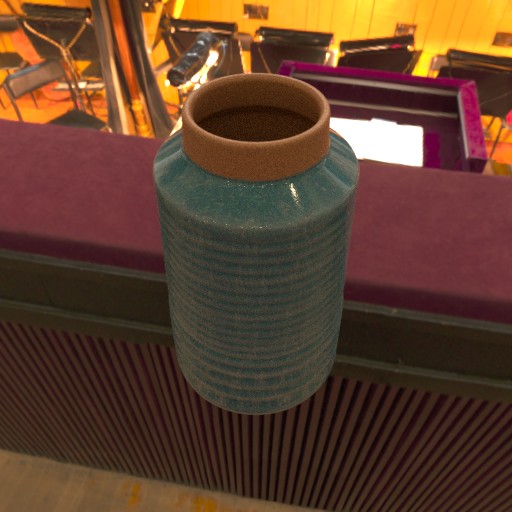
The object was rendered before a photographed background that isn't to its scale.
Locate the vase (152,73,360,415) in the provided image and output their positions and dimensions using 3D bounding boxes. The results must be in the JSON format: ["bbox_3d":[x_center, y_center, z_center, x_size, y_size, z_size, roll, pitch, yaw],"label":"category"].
[{"bbox_3d":[0.000,0.000,0.366,0.163,0.267,0.163,0,47,0],"label":"vase"}]
